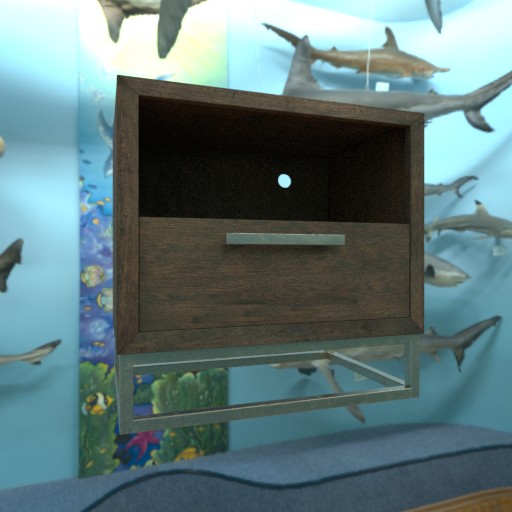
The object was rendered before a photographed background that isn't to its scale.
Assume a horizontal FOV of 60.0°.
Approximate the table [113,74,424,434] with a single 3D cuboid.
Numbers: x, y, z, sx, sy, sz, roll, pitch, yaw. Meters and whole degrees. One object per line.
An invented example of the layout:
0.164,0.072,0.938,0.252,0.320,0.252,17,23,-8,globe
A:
0.000,0.000,1.261,0.767,0.746,0.542,0,0,-19,table
